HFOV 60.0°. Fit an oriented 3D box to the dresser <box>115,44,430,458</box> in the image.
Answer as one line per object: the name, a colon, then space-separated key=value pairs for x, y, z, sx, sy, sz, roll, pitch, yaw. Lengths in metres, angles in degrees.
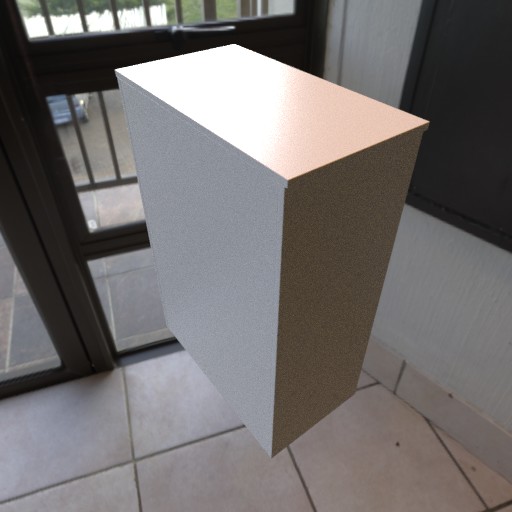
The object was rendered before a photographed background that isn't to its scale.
dresser: x=0.000 y=0.000 z=1.379 sx=0.401 sy=1.021 sz=0.704 roll=-26 pitch=47 yaw=-27
